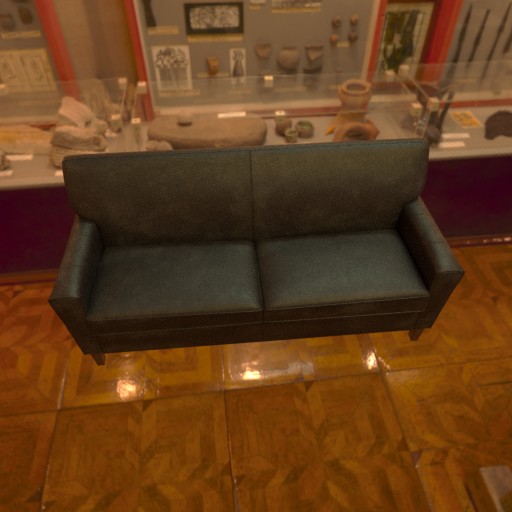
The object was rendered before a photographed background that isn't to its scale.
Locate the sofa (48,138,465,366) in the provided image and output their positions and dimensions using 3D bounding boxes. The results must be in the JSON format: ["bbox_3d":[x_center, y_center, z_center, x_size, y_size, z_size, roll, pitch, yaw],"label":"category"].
[{"bbox_3d":[0.000,0.000,2.522,2.053,0.947,0.805,-4,46,-4],"label":"sofa"}]
